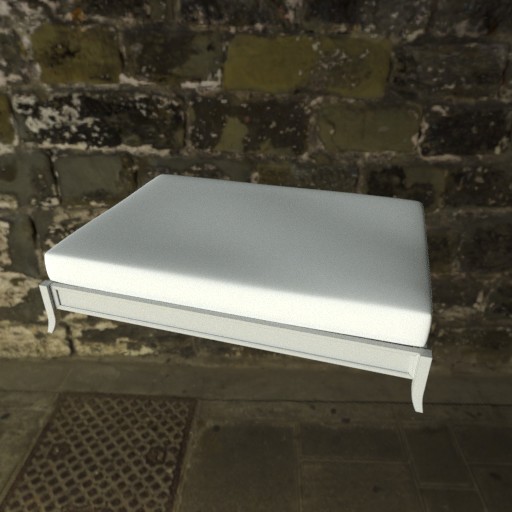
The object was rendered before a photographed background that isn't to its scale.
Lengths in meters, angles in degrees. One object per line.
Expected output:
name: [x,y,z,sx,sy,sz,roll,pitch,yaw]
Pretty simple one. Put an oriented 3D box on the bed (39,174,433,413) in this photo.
bed: [0.000,0.000,2.706,1.985,0.510,1.460,8,30,14]
